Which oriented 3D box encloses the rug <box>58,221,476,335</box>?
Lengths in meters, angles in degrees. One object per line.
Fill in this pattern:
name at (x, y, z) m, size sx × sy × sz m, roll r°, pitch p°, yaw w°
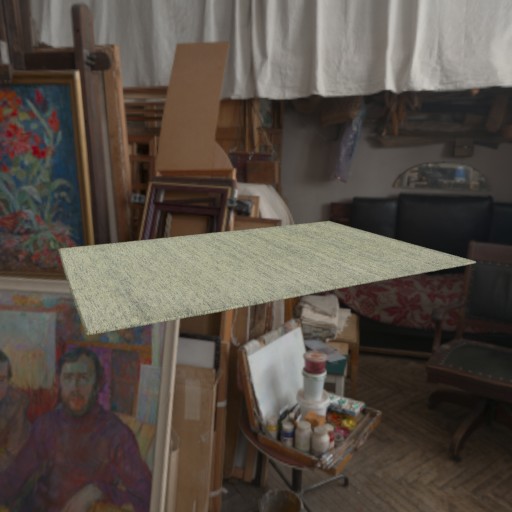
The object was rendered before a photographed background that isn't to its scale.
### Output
rug at (0.000, 0.000, 2.335) m, size 1.846 × 0.014 × 1.243 m, roll -8°, pitch 17°, yaw -26°
